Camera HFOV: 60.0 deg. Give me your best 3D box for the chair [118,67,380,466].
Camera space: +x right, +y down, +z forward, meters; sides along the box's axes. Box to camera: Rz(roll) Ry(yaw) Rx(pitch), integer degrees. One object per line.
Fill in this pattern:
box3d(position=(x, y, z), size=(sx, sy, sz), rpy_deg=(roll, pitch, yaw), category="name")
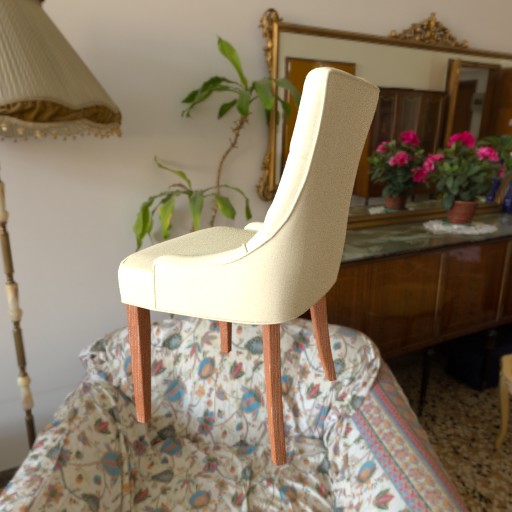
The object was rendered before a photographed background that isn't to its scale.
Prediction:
box3d(position=(0.000, 0.000, 1.192), size=(0.565, 0.874, 0.509), rpy_deg=(7, 17, 25), category="chair")
